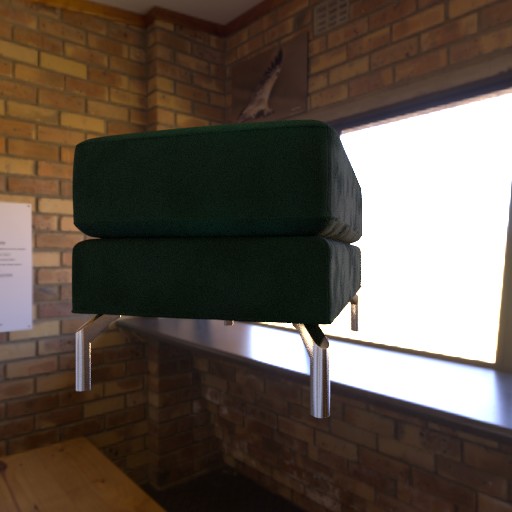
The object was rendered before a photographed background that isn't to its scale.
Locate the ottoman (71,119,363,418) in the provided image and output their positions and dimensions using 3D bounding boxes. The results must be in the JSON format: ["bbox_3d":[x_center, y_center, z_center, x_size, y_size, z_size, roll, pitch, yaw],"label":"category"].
[{"bbox_3d":[0.000,0.000,1.224,0.536,0.533,0.886,0,0,17],"label":"ottoman"}]
